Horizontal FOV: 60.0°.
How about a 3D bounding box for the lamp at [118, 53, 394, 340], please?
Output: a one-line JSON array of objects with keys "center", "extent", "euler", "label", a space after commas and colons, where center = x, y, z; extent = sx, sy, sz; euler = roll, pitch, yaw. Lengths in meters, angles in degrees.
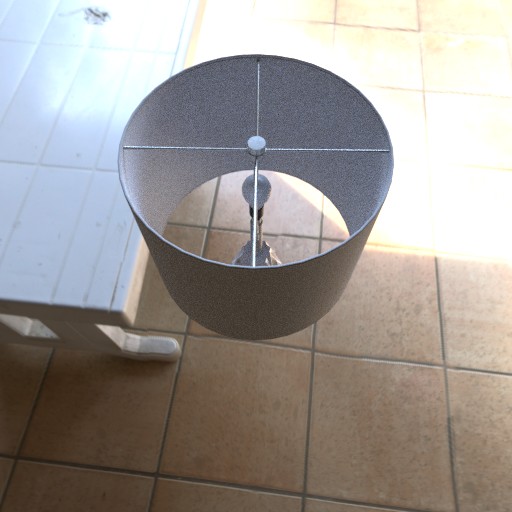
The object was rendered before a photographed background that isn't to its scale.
[{"center": [0.000, 0.000, 0.707], "extent": [0.297, 0.522, 0.297], "euler": [0, 62, 0], "label": "lamp"}]
